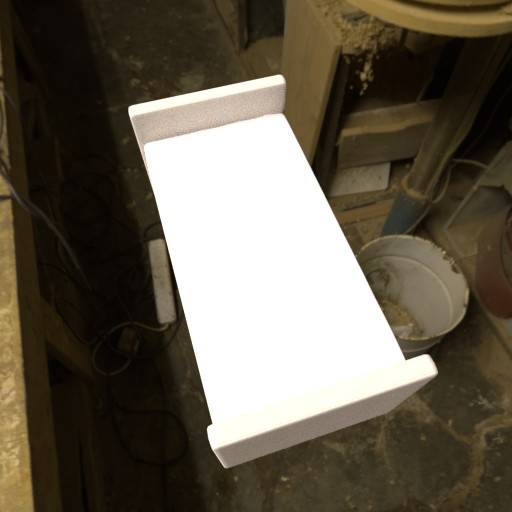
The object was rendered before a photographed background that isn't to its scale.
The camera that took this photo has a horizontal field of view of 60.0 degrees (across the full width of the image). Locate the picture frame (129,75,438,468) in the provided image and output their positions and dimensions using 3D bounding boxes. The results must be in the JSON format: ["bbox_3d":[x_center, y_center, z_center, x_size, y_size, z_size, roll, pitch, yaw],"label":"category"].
[{"bbox_3d":[0.000,0.000,2.811,1.069,0.891,2.161,-15,61,-9],"label":"picture frame"}]
